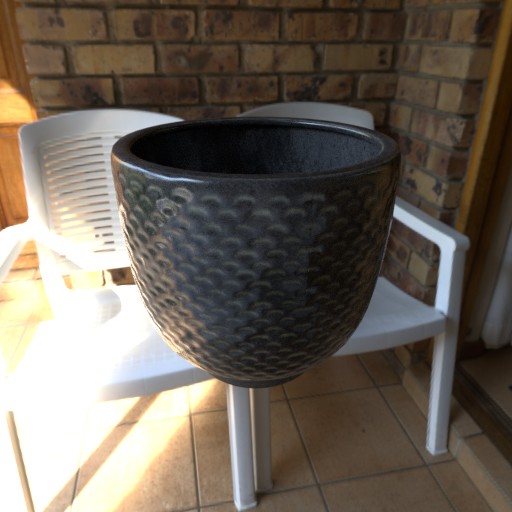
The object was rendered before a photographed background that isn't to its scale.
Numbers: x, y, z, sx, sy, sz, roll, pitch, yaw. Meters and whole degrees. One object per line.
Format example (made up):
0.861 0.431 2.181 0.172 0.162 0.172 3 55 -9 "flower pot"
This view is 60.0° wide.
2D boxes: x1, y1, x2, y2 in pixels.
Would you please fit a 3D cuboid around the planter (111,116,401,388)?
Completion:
0.000 0.000 0.305 0.172 0.160 0.172 0 27 0 "planter"
